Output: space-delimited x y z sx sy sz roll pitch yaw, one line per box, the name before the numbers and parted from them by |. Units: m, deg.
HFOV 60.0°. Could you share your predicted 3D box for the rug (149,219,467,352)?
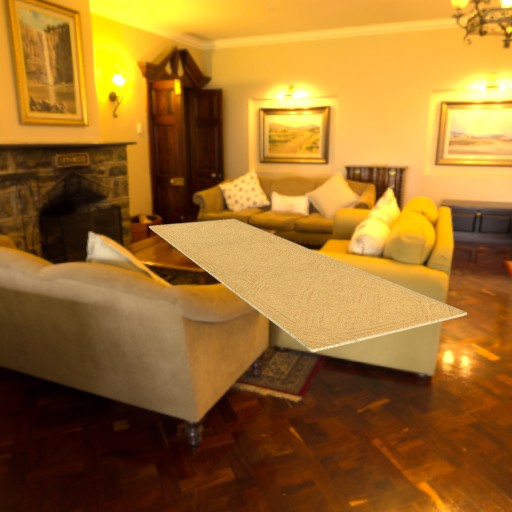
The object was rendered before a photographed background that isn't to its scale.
rug | 0.000 0.000 2.751 0.775 0.012 2.452 -7 17 -25
